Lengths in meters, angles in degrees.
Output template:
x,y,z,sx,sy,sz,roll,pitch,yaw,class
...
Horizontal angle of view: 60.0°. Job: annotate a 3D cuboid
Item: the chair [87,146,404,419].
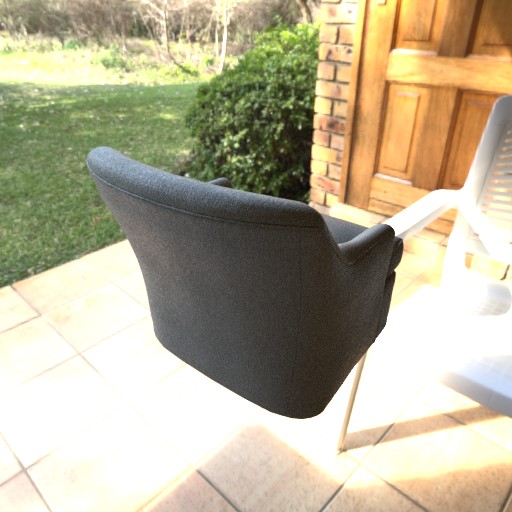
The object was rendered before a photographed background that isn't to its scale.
x,y,z,sx,sy,sz,roll,pitch,yaw,class
0.000,0.000,1.604,0.864,0.856,0.923,21,36,32,chair
